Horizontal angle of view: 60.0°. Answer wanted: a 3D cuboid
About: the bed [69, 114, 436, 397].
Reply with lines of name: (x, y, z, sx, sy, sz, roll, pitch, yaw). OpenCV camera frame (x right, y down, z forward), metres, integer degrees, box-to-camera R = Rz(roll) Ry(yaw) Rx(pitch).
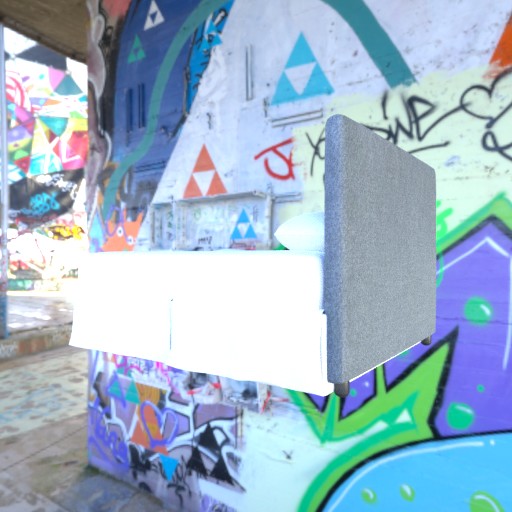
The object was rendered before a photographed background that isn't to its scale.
bed: (0.000, 0.000, 3.257, 2.142, 1.330, 1.723, 0, 0, 36)
